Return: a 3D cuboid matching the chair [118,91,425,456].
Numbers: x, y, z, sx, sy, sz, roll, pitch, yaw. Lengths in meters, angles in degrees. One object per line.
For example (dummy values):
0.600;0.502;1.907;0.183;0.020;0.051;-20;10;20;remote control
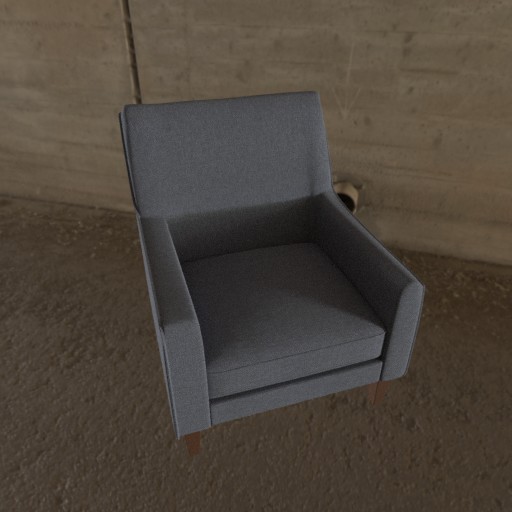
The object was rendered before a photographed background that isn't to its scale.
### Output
0.000;0.000;1.581;0.780;0.919;0.899;-10;34;-15;chair
